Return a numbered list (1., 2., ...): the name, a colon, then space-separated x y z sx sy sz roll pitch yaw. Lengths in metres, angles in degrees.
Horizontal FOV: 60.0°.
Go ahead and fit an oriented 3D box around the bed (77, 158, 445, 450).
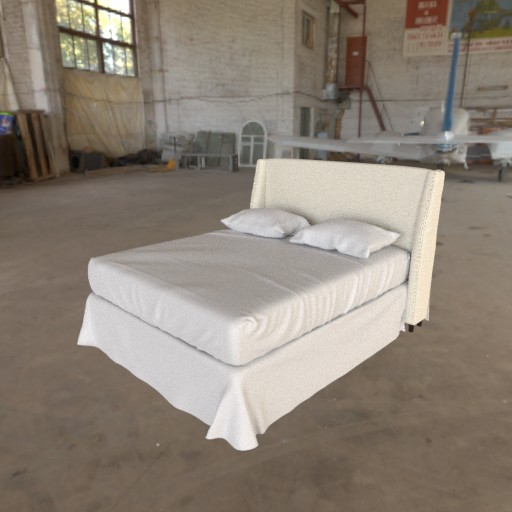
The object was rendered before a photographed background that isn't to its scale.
1. bed: 0.000 0.000 3.469 1.925 1.332 2.276 15 22 42
